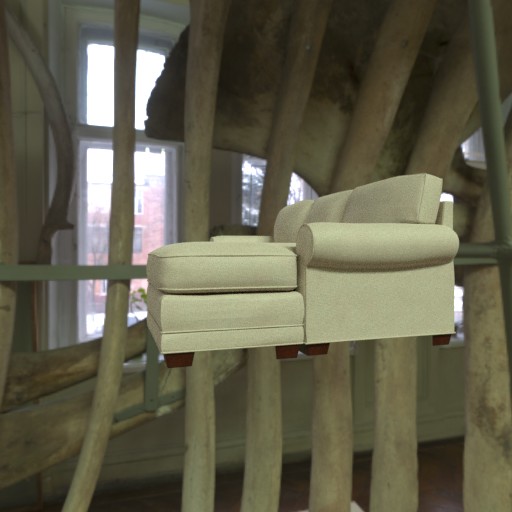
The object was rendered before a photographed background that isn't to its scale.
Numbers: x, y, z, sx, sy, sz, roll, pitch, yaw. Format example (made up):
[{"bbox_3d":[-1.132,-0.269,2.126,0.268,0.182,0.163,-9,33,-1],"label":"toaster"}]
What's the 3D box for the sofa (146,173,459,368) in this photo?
[{"bbox_3d":[0.000,0.000,2.440,1.226,0.734,1.770,0,1,-18],"label":"sofa"}]
